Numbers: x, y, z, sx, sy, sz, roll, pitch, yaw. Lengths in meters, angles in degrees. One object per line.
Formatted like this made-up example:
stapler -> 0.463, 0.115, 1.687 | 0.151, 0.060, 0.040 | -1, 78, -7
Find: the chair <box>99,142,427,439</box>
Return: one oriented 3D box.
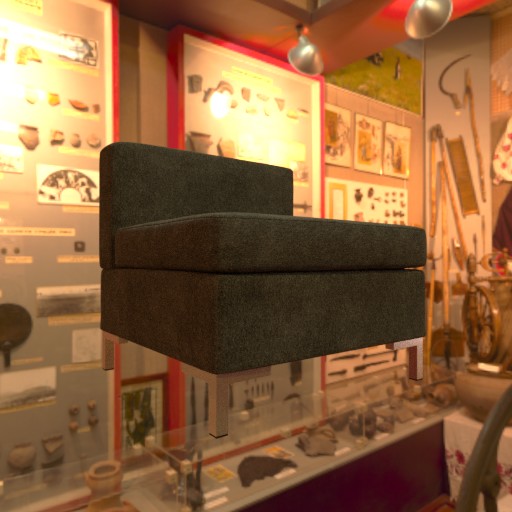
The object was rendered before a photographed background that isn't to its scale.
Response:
chair -> 0.000, 0.000, 1.230 | 0.680, 0.660, 0.680 | 0, 0, -37
